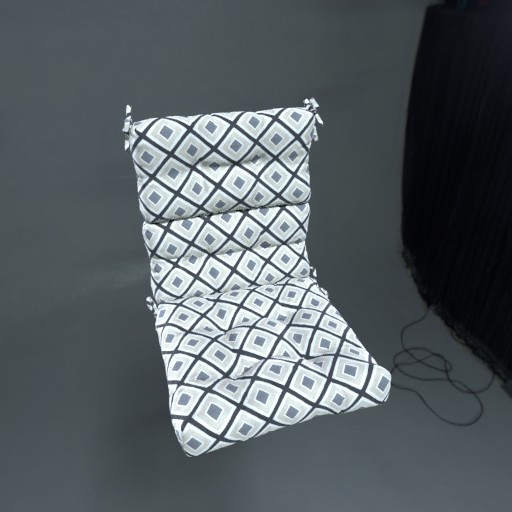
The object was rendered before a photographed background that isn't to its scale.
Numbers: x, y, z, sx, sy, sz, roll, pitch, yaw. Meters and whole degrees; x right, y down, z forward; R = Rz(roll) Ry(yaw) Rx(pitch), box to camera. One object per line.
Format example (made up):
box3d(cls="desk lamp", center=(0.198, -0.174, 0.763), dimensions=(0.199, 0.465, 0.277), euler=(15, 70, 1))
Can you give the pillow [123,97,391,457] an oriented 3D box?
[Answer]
box3d(cls="pillow", center=(0.000, 0.000, 1.032), dimensions=(0.519, 0.605, 0.571), euler=(-9, 33, -15))
